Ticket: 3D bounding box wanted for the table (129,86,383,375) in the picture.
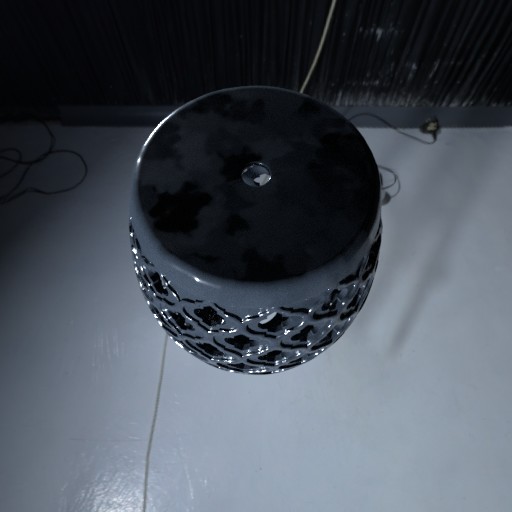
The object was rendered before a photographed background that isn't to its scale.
[{"bbox_3d":[0.000,0.000,0.632,0.325,0.388,0.325,0,64,0],"label":"table"}]
